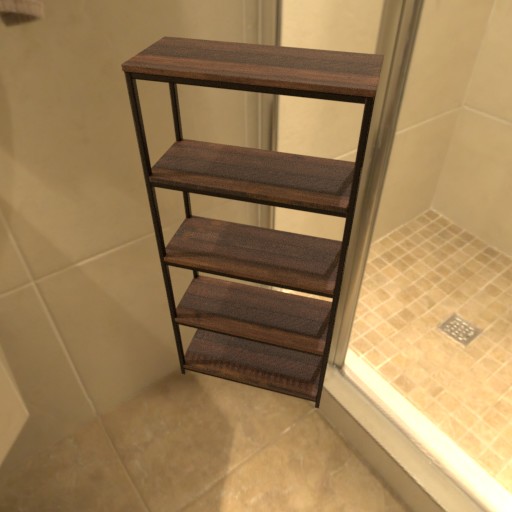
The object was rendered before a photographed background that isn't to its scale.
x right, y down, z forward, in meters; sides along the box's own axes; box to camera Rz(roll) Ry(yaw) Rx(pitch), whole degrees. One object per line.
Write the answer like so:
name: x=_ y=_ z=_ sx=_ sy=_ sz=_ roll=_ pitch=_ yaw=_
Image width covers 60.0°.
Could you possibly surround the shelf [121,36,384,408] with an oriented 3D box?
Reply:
shelf: x=0.000 y=0.000 z=2.194 sx=0.874 sy=1.860 sz=0.359 roll=11 pitch=42 yaw=12
